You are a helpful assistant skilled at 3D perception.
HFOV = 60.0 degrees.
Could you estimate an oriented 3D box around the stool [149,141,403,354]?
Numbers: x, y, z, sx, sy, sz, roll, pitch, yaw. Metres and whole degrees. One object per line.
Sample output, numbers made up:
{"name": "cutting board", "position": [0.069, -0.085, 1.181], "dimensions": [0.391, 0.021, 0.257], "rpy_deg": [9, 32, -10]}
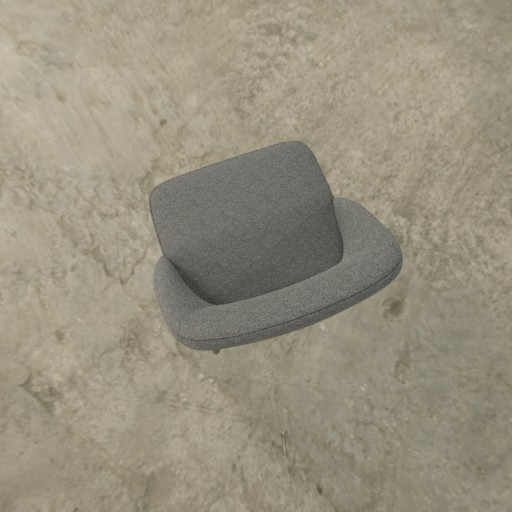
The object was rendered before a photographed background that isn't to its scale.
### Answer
{"name": "stool", "position": [0.000, 0.000, 1.264], "dimensions": [0.536, 0.925, 0.524], "rpy_deg": [-19, 76, -5]}
